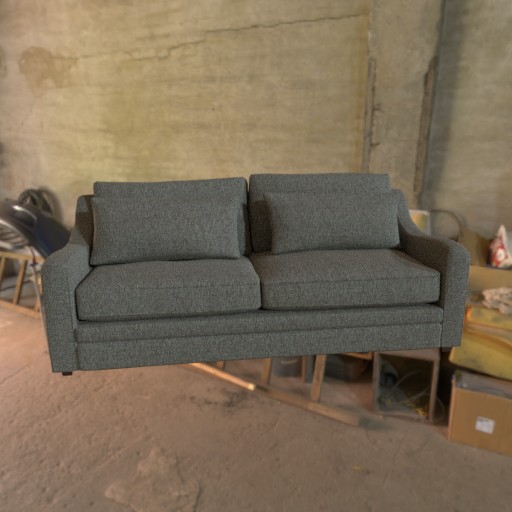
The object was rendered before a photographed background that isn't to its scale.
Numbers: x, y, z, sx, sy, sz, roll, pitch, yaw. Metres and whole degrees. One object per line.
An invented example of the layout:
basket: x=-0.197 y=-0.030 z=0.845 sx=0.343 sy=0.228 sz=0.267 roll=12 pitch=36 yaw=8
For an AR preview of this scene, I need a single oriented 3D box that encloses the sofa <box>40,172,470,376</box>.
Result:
sofa: x=0.000 y=0.000 z=2.900 sx=2.418 sy=0.998 sz=1.103 roll=-2 pitch=16 yaw=-7
